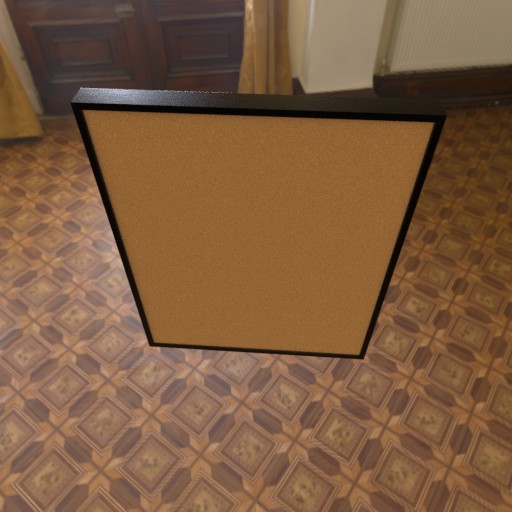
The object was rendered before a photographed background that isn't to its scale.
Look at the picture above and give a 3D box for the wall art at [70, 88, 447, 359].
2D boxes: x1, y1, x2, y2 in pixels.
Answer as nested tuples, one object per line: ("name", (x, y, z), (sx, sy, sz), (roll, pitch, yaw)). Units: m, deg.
("wall art", (0.000, 0.000, 0.743), (0.451, 0.553, 0.039), (3, 47, 3))
